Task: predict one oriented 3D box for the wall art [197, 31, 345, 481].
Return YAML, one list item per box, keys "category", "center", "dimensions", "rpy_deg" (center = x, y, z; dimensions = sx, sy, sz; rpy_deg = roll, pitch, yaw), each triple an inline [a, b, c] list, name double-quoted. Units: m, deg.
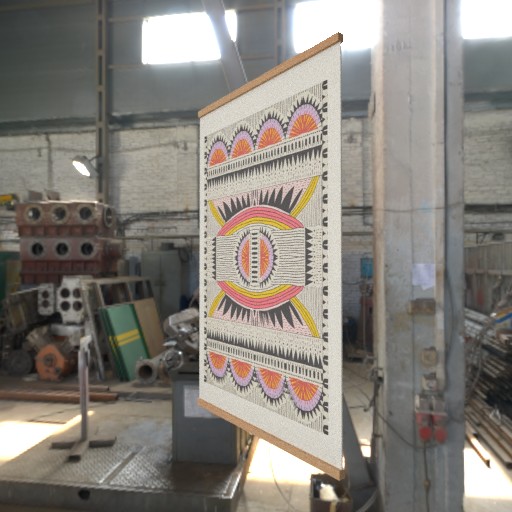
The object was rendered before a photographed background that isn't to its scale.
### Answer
- category: "wall art"
  center: [0.000, 0.000, 1.923]
  dimensions: [0.028, 1.533, 0.999]
  rpy_deg: [1, -1, -36]
